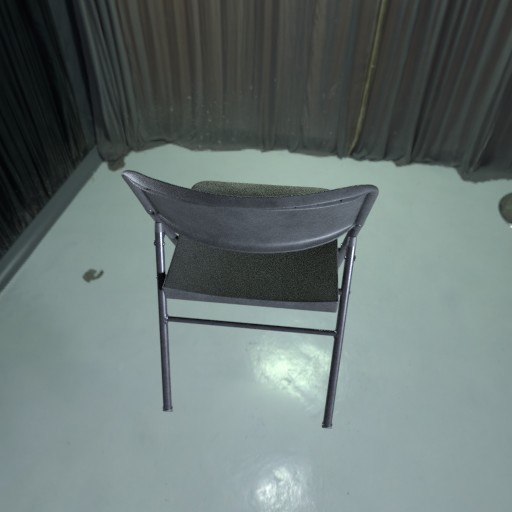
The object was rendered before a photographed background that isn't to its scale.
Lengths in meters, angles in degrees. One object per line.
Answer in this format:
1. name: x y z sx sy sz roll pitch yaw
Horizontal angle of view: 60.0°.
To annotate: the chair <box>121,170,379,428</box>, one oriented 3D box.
1. chair: 0.000 0.000 1.175 0.494 0.810 0.566 4 46 4
